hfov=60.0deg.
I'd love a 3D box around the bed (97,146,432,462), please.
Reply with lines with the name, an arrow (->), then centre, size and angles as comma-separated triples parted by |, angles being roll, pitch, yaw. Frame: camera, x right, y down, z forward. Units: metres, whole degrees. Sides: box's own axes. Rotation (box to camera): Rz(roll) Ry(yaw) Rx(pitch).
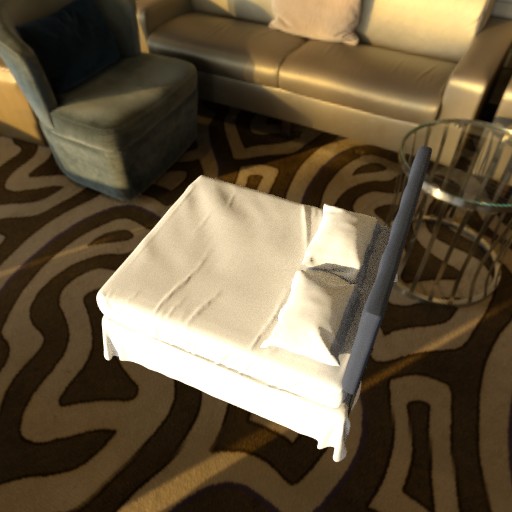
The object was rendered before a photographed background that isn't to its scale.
bed -> 0.000, 0.000, 3.510 | 2.222, 1.577, 1.936 | 18, 49, 16
